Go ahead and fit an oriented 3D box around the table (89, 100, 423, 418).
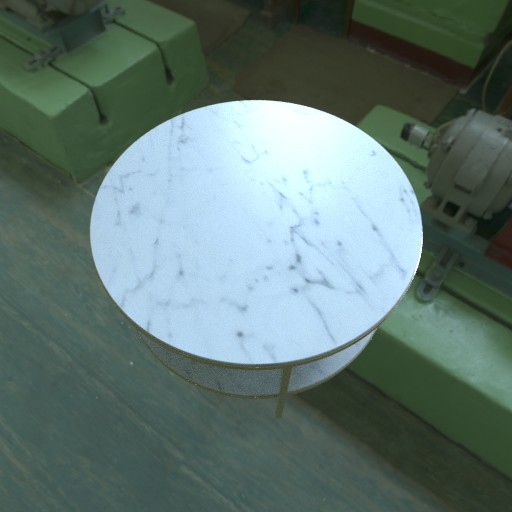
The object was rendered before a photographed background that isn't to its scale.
[{"bbox_3d":[0.000,0.000,1.268,0.800,0.450,0.800,0,57,0],"label":"table"}]
